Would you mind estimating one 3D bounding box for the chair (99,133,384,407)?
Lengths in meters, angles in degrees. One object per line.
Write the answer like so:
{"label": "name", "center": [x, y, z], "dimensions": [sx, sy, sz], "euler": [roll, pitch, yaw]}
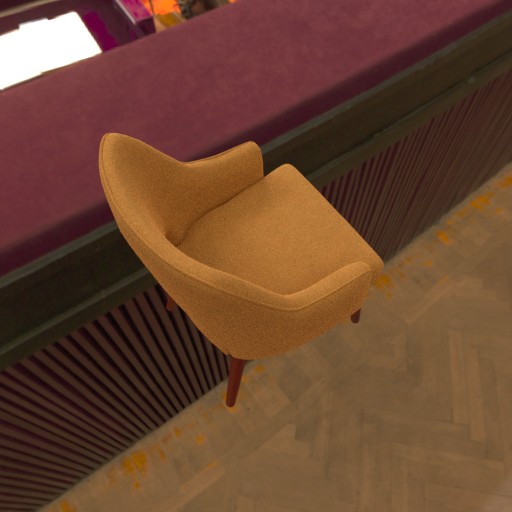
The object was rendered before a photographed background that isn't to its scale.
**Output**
{"label": "chair", "center": [0.000, 0.000, 1.227], "dimensions": [0.605, 0.849, 0.548], "euler": [-30, 64, -17]}
